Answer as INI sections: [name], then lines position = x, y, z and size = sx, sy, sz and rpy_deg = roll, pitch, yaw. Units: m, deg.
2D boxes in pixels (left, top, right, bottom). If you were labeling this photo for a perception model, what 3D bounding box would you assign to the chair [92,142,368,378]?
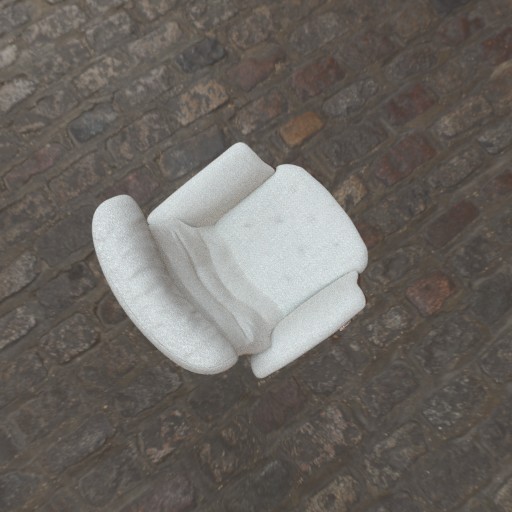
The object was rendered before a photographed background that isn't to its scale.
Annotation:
[chair]
position = 0.000, 0.000, 1.603
size = 0.837, 0.995, 0.785
rpy_deg = -35, 79, -8
